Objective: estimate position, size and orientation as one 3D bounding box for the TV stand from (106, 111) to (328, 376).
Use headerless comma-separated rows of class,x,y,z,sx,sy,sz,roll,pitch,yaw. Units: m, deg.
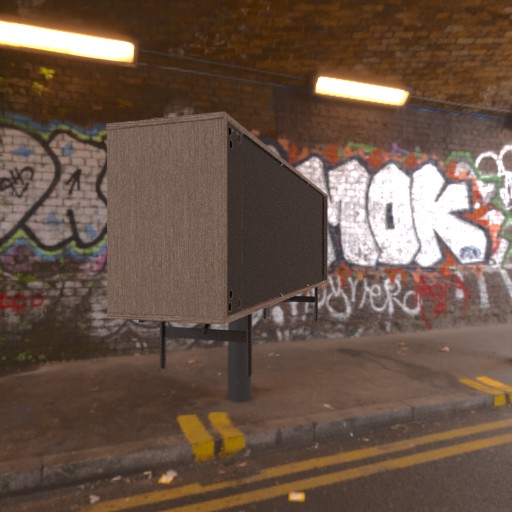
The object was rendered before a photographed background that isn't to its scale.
TV stand,0.000,0.000,2.110,0.405,0.787,1.804,0,0,18
